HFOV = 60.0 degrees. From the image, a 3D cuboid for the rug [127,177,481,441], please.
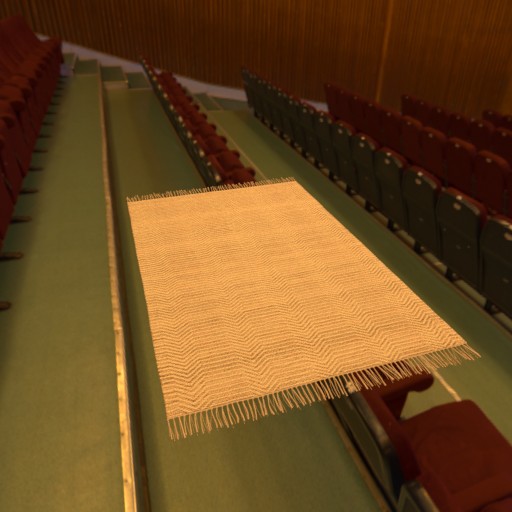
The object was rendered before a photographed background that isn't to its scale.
[{"bbox_3d":[0.000,0.000,2.392,1.224,0.027,2.021,-10,33,-15],"label":"rug"}]
